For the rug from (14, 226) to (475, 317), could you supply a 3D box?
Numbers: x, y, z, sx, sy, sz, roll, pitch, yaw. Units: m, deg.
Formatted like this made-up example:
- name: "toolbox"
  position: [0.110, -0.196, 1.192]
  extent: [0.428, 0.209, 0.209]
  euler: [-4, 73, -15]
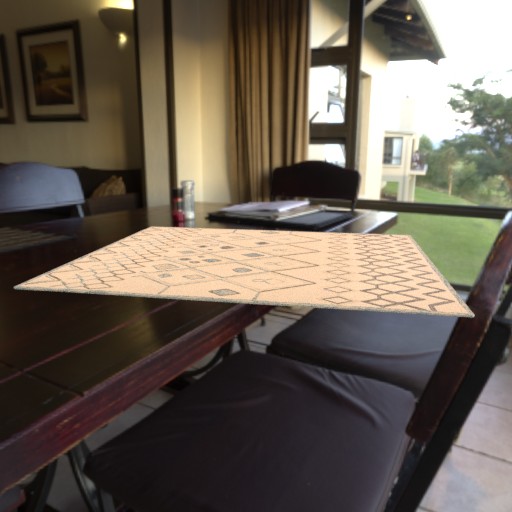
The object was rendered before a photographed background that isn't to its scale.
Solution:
- name: "rug"
  position: [0.000, 0.000, 4.032]
  extent: [3.056, 0.013, 2.441]
  euler: [2, 14, 10]
